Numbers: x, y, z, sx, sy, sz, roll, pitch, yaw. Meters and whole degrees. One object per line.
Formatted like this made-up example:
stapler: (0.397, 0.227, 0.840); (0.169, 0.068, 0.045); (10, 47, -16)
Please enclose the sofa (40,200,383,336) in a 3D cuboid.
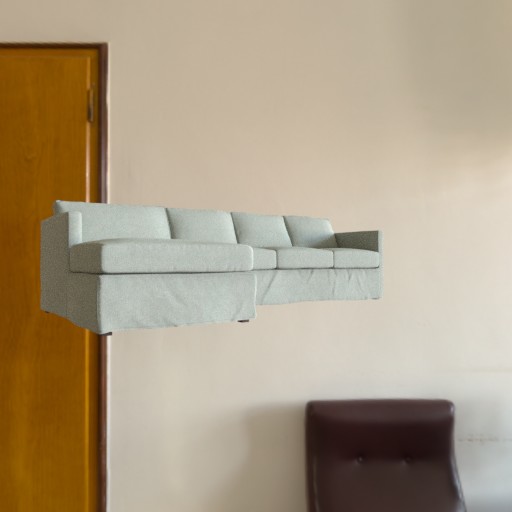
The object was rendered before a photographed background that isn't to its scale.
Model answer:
sofa: (0.000, 0.000, 3.853); (3.205, 0.922, 1.650); (0, -1, -36)
